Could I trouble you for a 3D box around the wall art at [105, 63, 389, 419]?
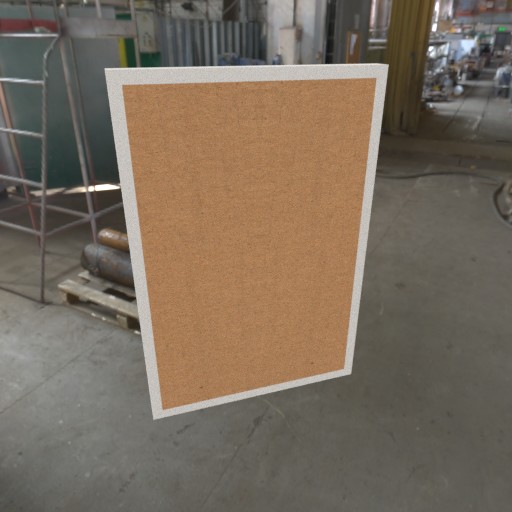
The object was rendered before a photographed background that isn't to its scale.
[{"bbox_3d":[0.000,0.000,0.543,0.293,0.428,0.025,-8,27,-16],"label":"wall art"}]
